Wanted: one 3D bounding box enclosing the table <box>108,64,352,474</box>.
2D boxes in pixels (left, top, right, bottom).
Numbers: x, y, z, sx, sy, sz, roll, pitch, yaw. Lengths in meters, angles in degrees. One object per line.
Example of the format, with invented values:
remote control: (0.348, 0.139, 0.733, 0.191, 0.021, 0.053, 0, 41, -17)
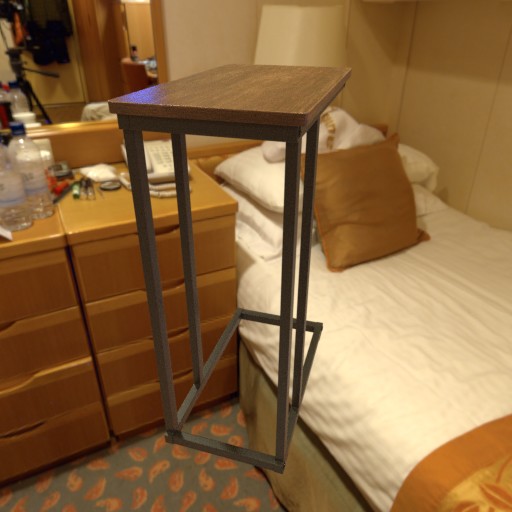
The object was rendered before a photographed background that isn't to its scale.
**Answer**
table: (0.000, 0.000, 0.859, 0.254, 0.637, 0.450, 8, 30, 15)
